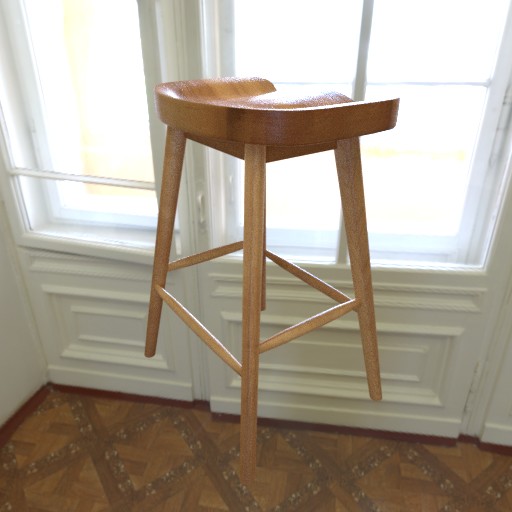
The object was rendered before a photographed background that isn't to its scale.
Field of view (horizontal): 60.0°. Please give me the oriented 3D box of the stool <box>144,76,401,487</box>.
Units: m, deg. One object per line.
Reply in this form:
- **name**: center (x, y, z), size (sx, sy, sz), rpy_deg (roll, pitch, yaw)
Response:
- **stool**: center (0.000, 0.000, 0.870), size (0.361, 0.615, 0.440), rpy_deg (-18, 33, -31)
